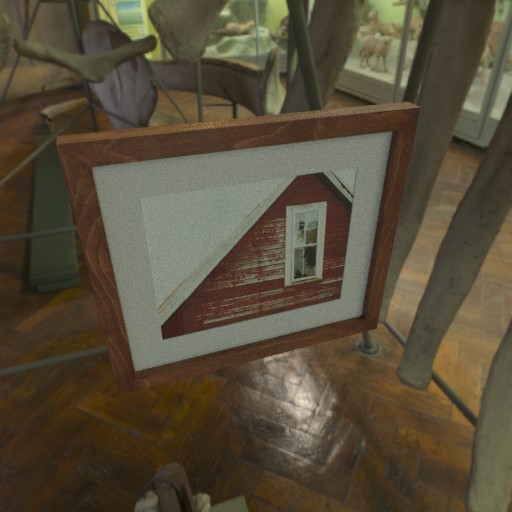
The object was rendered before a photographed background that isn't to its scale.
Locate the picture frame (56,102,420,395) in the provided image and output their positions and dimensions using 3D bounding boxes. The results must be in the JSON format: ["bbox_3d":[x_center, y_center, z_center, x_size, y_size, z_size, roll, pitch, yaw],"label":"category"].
[{"bbox_3d":[0.000,0.000,0.542,0.381,0.330,0.025,-11,35,-16],"label":"picture frame"}]
